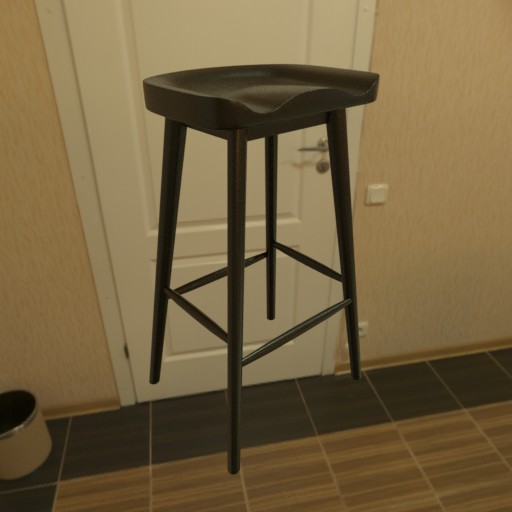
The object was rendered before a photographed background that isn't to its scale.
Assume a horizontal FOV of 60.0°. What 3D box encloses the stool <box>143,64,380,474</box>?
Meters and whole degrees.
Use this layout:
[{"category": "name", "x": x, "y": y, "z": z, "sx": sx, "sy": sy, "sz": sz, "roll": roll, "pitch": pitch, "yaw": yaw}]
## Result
[{"category": "stool", "x": 0.000, "y": 0.000, "z": 0.985, "sx": 0.440, "sy": 0.749, "sz": 0.361, "roll": -23, "pitch": 37, "yaw": -35}]
